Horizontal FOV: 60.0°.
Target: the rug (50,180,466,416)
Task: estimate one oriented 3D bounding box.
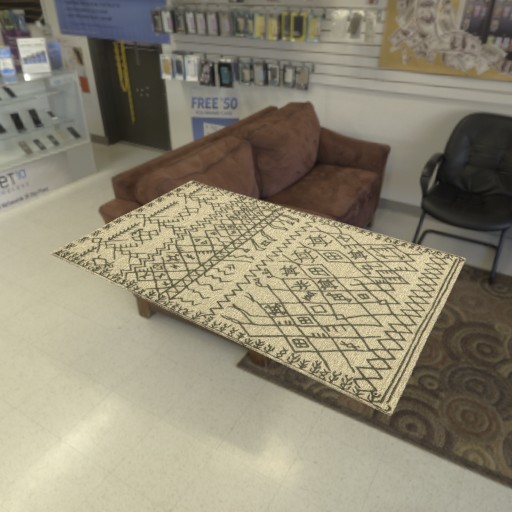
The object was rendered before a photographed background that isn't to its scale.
[{"bbox_3d":[0.000,0.000,3.068,2.444,0.012,1.530,20,38,28],"label":"rug"}]
